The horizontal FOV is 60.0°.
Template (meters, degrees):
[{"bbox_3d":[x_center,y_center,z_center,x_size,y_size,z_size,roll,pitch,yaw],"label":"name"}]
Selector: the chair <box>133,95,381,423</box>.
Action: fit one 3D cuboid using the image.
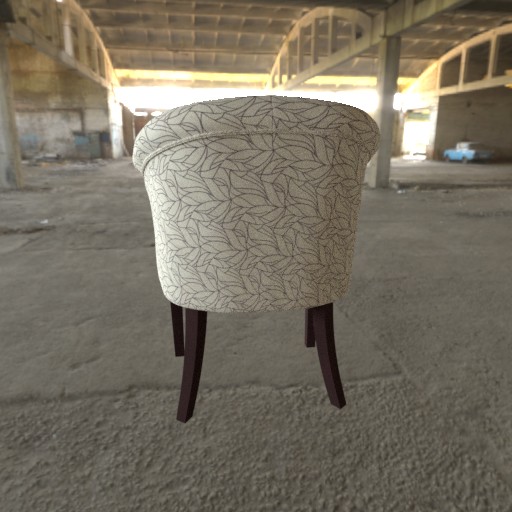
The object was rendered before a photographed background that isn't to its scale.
[{"bbox_3d":[0.000,0.000,1.318,0.686,0.858,0.613,-2,15,-8],"label":"chair"}]
